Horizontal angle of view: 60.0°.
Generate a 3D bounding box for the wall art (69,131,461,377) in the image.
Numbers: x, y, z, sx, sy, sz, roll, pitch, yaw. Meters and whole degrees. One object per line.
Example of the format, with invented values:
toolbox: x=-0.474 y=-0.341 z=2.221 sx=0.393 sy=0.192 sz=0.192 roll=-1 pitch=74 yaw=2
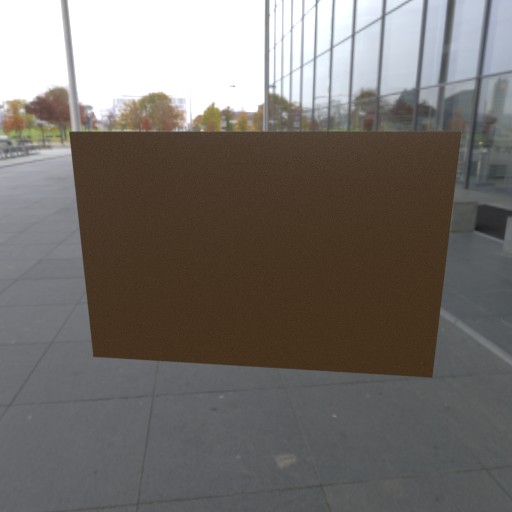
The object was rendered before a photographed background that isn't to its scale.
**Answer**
wall art: x=0.000 y=0.000 z=1.406 sx=1.145 sy=0.762 sz=0.041 roll=2 pitch=15 yaw=7
